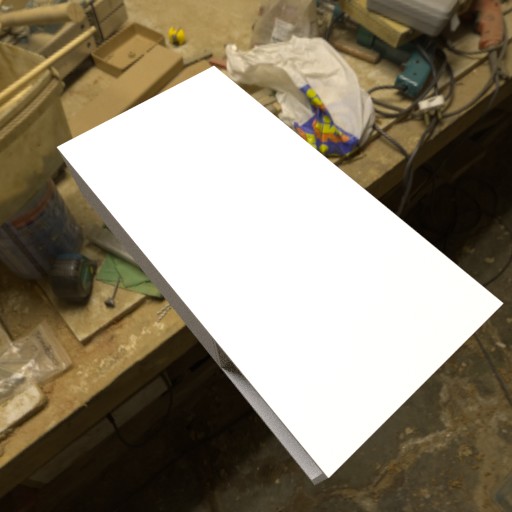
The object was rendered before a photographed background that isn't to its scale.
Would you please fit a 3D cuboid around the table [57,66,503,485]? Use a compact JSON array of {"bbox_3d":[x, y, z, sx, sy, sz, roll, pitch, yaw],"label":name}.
[{"bbox_3d":[0.000,0.000,1.422,0.609,0.432,1.194,-36,66,-19],"label":"table"}]
